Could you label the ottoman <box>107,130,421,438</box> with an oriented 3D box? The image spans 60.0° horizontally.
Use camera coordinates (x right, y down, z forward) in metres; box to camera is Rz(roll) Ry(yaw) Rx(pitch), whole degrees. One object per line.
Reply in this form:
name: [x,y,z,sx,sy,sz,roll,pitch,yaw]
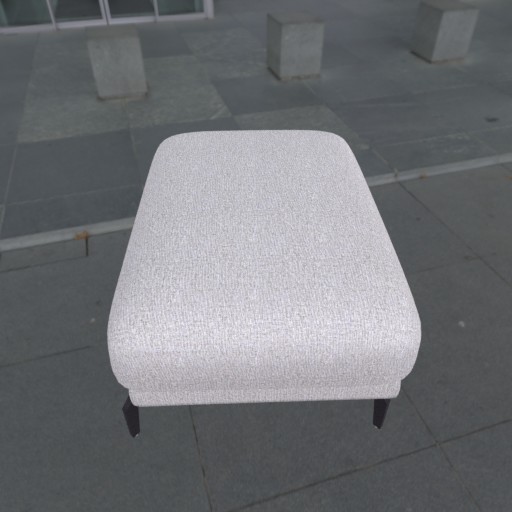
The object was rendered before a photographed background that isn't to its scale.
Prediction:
ottoman: [0.000,0.000,1.089,0.568,0.420,0.772,-1,41,-2]
